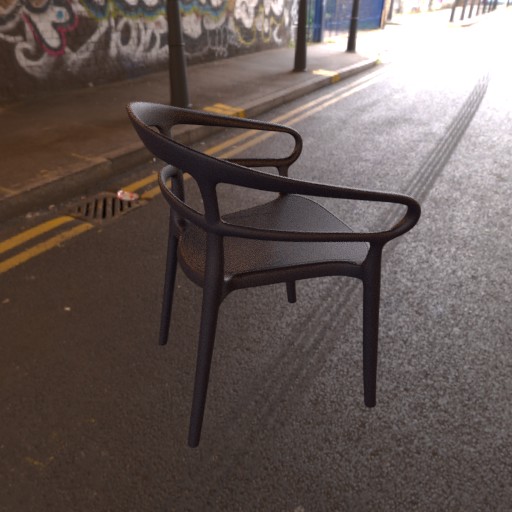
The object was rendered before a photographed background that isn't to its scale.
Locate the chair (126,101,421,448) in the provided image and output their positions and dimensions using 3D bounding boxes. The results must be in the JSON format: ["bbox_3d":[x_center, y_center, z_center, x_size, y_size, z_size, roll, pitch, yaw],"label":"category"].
[{"bbox_3d":[0.000,0.000,1.126,0.527,0.761,0.559,-11,33,-18],"label":"chair"}]
